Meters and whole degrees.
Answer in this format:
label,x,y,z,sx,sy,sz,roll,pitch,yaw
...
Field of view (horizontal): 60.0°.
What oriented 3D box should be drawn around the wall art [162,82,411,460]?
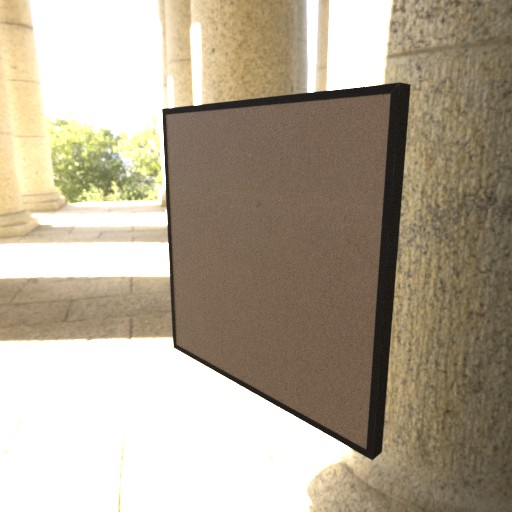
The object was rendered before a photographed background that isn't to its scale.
label,x,y,z,sx,sy,sz,roll,pitch,yaw
wall art,0.000,0.000,1.139,0.038,0.762,0.762,-13,19,-42
